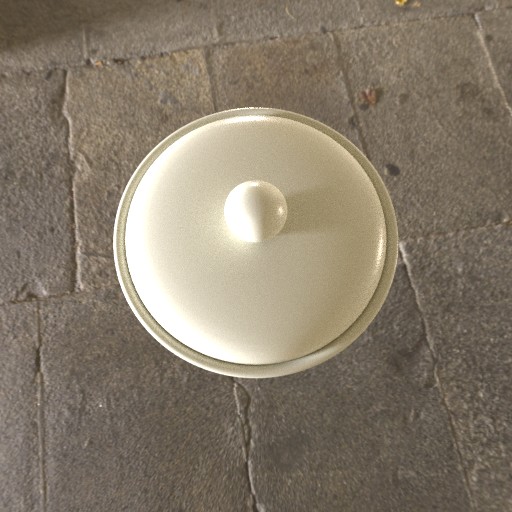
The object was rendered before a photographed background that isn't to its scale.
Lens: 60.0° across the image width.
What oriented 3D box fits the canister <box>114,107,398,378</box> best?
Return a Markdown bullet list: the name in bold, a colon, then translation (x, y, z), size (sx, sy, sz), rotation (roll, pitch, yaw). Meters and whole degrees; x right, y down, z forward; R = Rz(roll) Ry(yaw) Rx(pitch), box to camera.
- **canister**: translation (0.000, 0.000, 0.338), size (0.181, 0.211, 0.181), rotation (0, 74, 0)
